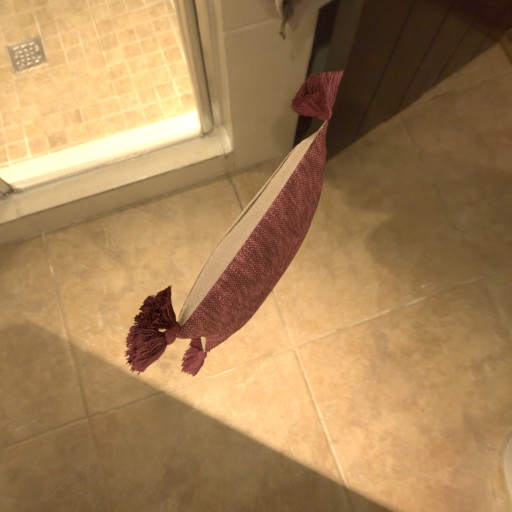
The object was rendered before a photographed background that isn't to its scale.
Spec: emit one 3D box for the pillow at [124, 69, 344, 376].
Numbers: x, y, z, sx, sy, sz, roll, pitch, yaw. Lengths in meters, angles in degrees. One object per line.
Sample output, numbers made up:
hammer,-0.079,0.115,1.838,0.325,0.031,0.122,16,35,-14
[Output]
pillow,0.000,0.000,0.989,0.138,0.659,0.641,33,78,8
